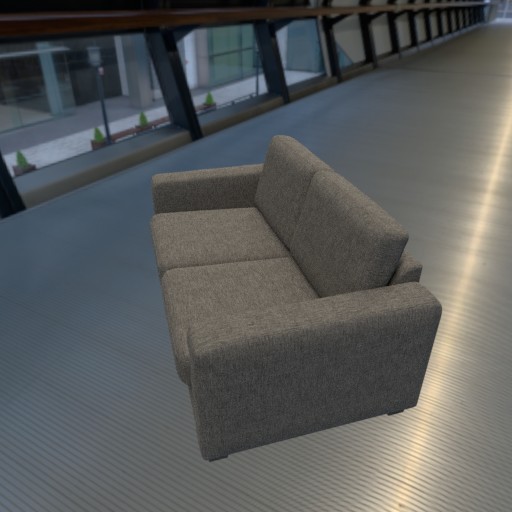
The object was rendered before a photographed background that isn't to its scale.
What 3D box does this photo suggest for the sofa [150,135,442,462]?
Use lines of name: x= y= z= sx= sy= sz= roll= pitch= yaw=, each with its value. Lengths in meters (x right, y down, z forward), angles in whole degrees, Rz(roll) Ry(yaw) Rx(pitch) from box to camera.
sofa: x=0.000 y=0.000 z=2.075 sx=0.900 sy=0.800 sz=1.520 roll=-9 pitch=32 yaw=-14
